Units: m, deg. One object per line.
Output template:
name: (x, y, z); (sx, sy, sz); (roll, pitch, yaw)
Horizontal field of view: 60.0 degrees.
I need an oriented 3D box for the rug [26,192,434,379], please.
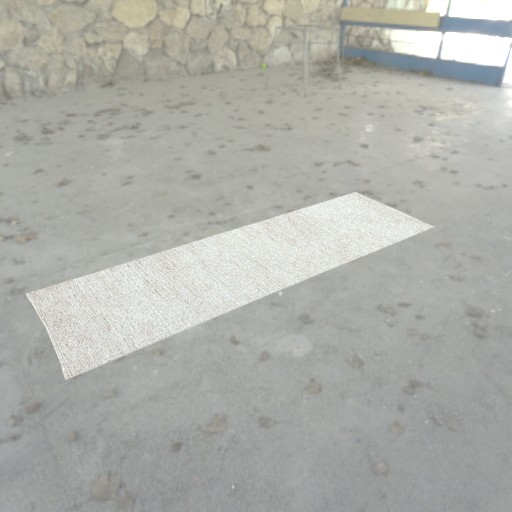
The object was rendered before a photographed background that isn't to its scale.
rug: (0.000, 0.000, 2.569); (2.346, 0.013, 0.712); (-19, 36, -29)
